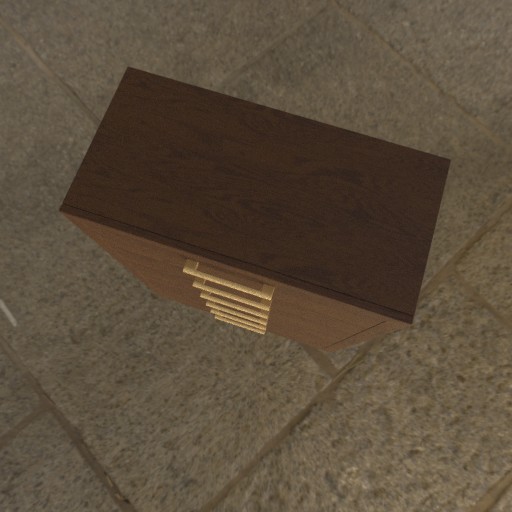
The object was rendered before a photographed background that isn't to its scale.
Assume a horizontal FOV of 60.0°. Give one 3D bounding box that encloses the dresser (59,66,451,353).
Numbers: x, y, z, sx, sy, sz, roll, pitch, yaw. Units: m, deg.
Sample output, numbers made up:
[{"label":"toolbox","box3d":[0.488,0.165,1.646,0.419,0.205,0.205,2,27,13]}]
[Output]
[{"label":"dresser","box3d":[0.000,0.000,1.832,0.964,1.320,0.516,18,75,5]}]
